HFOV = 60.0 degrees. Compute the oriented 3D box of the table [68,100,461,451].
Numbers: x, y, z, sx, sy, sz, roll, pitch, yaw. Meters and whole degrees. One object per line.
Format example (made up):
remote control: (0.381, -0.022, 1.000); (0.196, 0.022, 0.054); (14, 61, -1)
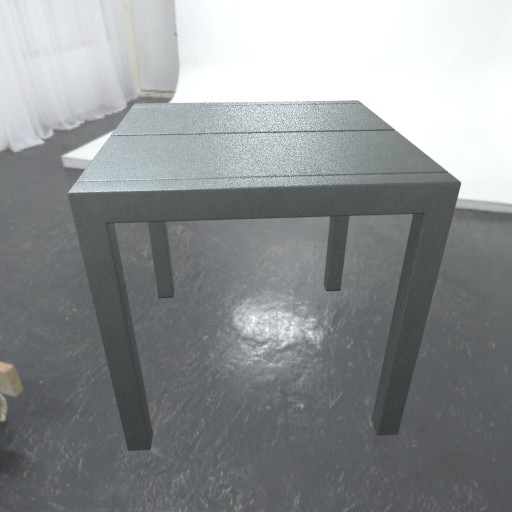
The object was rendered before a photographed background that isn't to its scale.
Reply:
table: (0.000, 0.000, 0.912); (0.508, 0.508, 0.508); (-2, 31, -3)
